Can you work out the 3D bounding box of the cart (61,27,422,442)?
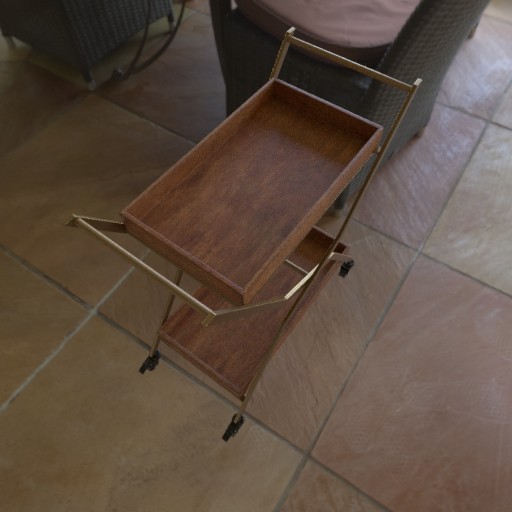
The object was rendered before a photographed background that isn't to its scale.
[{"bbox_3d":[0.000,0.000,1.310,0.405,0.869,0.836,32,63,18],"label":"cart"}]
